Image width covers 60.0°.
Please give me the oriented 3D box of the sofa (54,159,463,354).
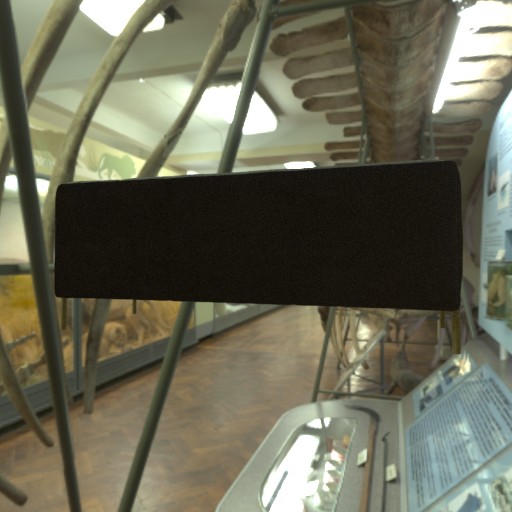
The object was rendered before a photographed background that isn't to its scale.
[{"bbox_3d":[0.000,0.000,2.392,1.980,0.780,0.876,0,0,18],"label":"sofa"}]
